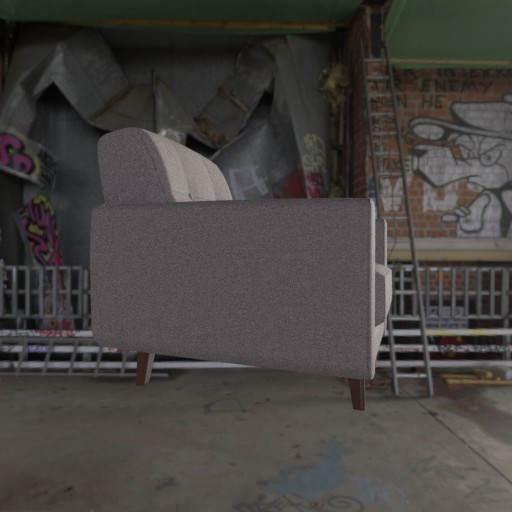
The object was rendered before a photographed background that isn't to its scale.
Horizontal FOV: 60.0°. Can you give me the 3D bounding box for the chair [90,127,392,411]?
[{"bbox_3d":[0.000,0.000,1.573,0.907,0.839,0.831,0,0,19],"label":"chair"}]
